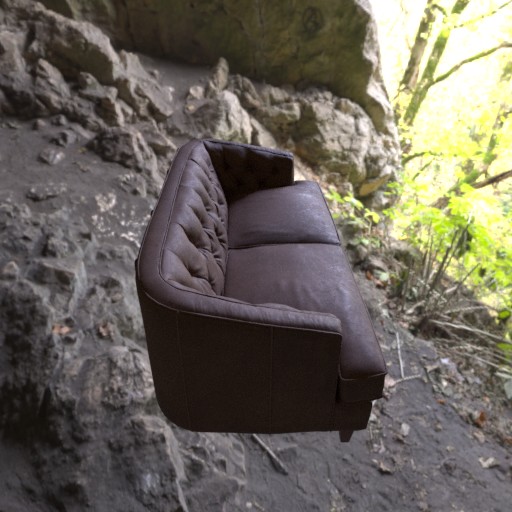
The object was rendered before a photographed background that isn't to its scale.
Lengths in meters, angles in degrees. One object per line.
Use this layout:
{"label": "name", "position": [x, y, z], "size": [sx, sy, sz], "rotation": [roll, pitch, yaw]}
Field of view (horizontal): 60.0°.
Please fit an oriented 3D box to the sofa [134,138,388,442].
{"label": "sofa", "position": [0.000, 0.000, 2.289], "size": [0.917, 0.799, 1.767], "rotation": [-1, 32, -1]}
